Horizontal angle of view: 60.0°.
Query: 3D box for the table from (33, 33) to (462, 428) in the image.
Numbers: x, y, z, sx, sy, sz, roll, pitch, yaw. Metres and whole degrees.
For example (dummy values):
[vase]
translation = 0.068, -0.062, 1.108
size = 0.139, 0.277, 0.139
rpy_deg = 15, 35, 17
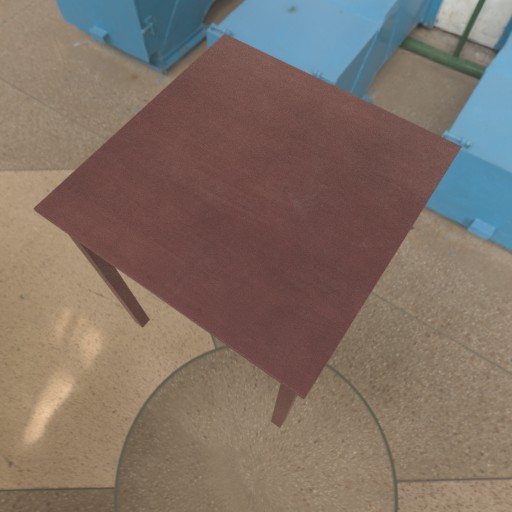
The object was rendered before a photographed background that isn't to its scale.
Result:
[table]
translation = 0.000, 0.000, 1.682
size = 0.861, 0.991, 0.861
rpy_deg = 32, 68, 15
